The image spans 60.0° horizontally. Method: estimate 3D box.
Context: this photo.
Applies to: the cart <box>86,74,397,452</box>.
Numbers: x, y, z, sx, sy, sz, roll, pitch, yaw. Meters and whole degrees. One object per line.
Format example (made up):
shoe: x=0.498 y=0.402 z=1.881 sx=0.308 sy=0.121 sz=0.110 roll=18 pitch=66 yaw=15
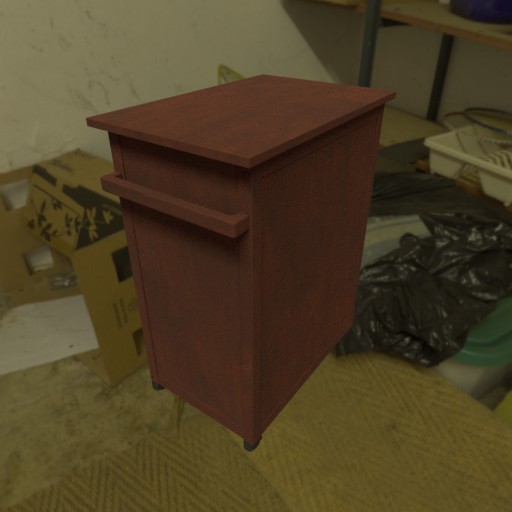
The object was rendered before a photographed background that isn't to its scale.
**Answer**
cart: x=0.000 y=0.000 z=1.297 sx=0.442 sy=0.864 sz=0.683 roll=21 pitch=37 yaw=30
